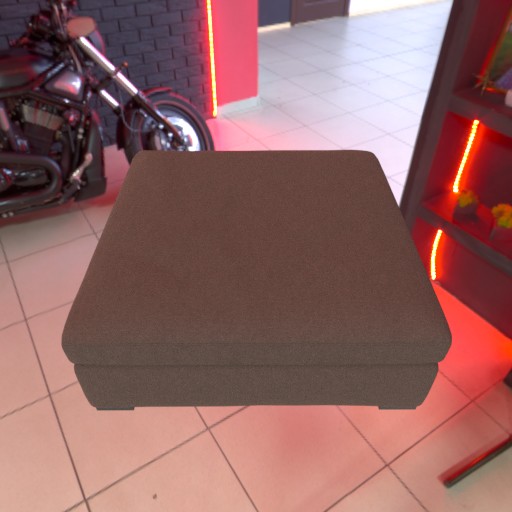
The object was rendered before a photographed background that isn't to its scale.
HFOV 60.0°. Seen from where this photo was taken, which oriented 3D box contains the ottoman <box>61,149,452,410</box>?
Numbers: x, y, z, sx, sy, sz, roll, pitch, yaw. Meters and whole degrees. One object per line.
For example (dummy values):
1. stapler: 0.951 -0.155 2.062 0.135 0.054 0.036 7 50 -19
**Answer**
1. ottoman: 0.000 0.000 1.836 1.181 0.470 1.181 0 41 0
